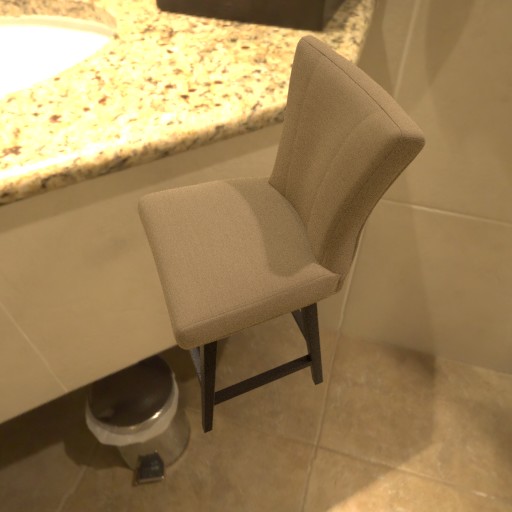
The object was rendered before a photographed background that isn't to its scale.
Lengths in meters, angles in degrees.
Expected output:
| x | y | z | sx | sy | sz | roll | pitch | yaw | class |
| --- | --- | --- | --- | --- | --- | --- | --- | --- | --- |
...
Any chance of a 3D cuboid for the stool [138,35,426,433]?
| x | y | z | sx | sy | sz | roll | pitch | yaw | class |
| --- | --- | --- | --- | --- | --- | --- | --- | --- | --- |
| 0.000 | 0.000 | 1.287 | 0.574 | 1.000 | 0.514 | -15 | 50 | -14 | stool |
